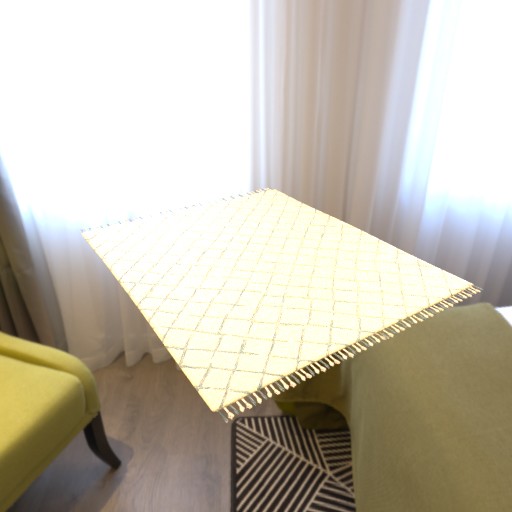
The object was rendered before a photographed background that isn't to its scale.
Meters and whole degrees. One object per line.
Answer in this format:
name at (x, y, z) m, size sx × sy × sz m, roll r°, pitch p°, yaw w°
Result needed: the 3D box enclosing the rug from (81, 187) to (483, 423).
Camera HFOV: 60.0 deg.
rug at (0.000, 0.000, 4.851) m, size 2.892 × 0.036 × 3.585 m, roll -17°, pitch 32°, yaw -29°
